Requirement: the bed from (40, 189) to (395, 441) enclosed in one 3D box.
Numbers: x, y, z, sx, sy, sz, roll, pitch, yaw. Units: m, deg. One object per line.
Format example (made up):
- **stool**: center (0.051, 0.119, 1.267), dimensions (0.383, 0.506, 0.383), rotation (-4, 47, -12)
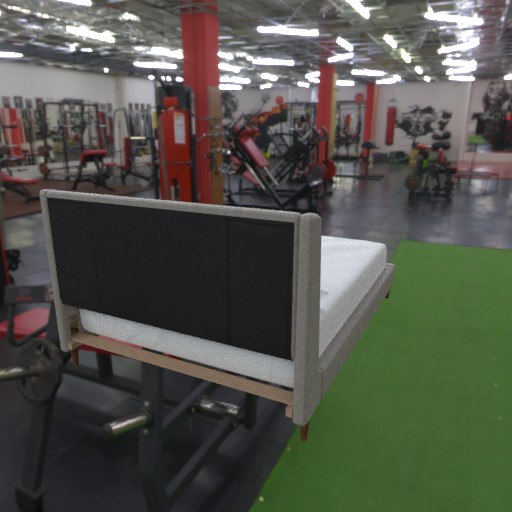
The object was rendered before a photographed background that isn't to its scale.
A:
- **bed**: center (0.000, 0.000, 3.266), dimensions (1.656, 1.147, 2.232), rotation (8, 18, 26)
